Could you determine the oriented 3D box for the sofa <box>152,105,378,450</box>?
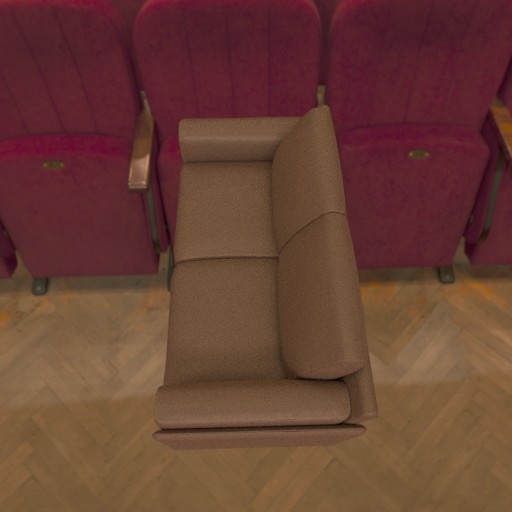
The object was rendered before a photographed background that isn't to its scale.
[{"bbox_3d":[0.000,0.000,2.694,1.049,0.930,2.101,-1,59,-1],"label":"sofa"}]
